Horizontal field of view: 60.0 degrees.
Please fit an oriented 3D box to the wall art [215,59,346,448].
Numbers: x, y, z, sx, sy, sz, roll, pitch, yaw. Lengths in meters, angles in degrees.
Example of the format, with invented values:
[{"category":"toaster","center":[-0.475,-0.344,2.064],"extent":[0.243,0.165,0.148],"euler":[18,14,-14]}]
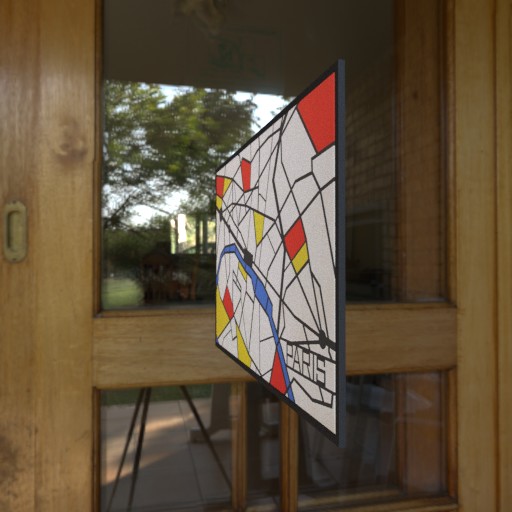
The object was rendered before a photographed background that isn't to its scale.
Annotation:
[{"category":"wall art","center":[0.000,0.000,1.218],"extent":[0.013,0.665,0.963],"euler":[0,-1,-18]}]
